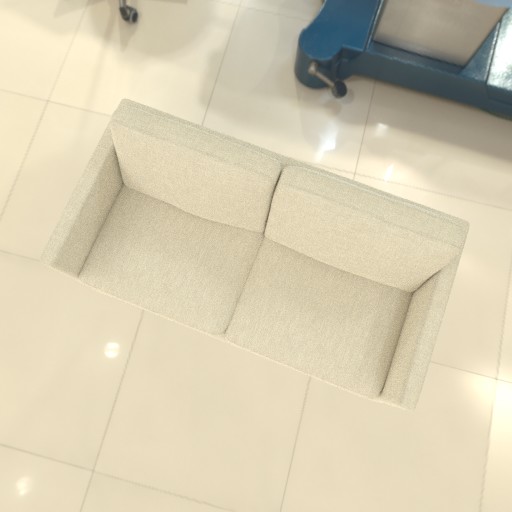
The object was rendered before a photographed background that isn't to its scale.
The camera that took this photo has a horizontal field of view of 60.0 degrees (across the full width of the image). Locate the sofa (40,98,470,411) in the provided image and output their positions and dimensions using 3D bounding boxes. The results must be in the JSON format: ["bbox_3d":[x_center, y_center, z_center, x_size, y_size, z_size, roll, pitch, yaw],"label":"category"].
[{"bbox_3d":[0.000,0.000,2.341,1.838,0.963,0.950,21,78,5],"label":"sofa"}]
